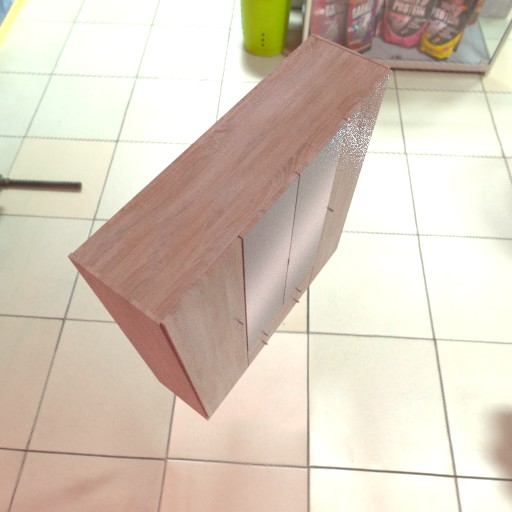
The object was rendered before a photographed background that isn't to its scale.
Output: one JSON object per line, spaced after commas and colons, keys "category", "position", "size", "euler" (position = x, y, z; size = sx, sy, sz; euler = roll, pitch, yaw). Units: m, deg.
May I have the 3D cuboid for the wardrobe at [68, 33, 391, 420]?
{"category": "wardrobe", "position": [0.000, 0.000, 3.204], "size": [0.598, 2.159, 1.998], "euler": [32, 65, 17]}
